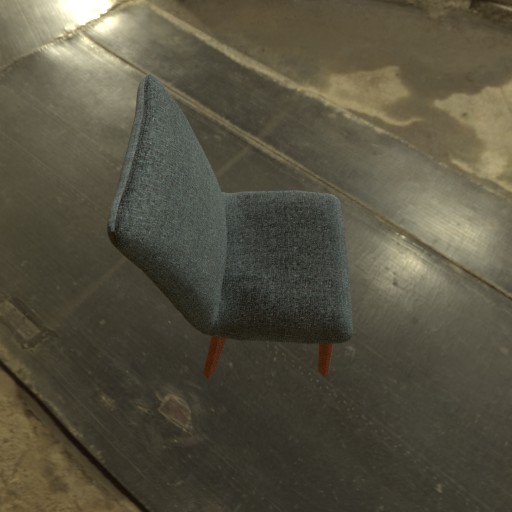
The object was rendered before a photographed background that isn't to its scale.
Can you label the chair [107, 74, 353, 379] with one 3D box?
[{"bbox_3d":[0.000,0.000,1.338,0.563,0.974,0.522,1,61,0],"label":"chair"}]
